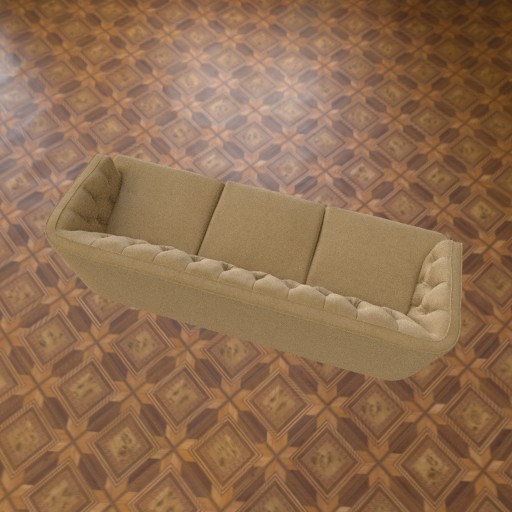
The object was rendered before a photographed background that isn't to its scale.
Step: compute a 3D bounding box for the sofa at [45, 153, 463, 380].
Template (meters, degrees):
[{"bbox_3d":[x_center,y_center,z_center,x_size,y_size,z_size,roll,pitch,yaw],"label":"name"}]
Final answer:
[{"bbox_3d":[0.000,0.000,2.702,2.235,0.788,0.913,15,64,7],"label":"sofa"}]
